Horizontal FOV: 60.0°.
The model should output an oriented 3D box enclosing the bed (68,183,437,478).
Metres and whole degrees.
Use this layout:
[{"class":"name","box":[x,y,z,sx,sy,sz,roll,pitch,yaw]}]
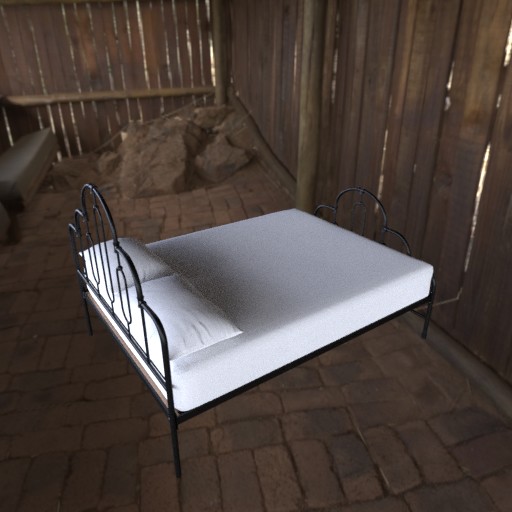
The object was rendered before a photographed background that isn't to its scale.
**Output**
[{"class":"bed","box":[0.000,0.000,3.243,2.181,1.444,1.626,-17,30,-31]}]
